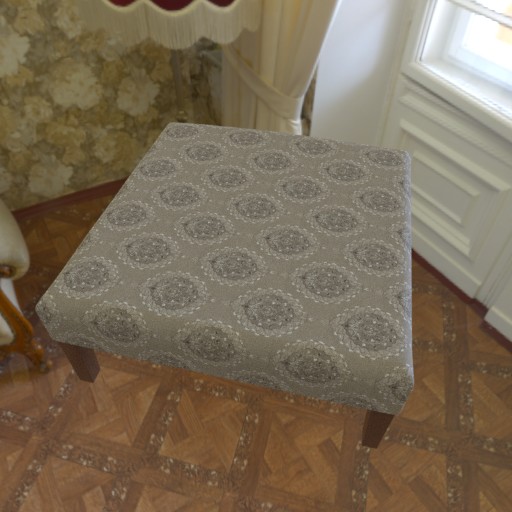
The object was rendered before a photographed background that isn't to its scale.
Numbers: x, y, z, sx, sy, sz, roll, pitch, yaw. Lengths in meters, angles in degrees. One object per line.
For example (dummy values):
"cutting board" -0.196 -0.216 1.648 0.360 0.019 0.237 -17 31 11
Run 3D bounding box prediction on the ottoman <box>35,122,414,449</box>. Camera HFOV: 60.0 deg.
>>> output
"ottoman" 0.000 0.000 1.398 0.890 0.411 0.889 10 47 9
